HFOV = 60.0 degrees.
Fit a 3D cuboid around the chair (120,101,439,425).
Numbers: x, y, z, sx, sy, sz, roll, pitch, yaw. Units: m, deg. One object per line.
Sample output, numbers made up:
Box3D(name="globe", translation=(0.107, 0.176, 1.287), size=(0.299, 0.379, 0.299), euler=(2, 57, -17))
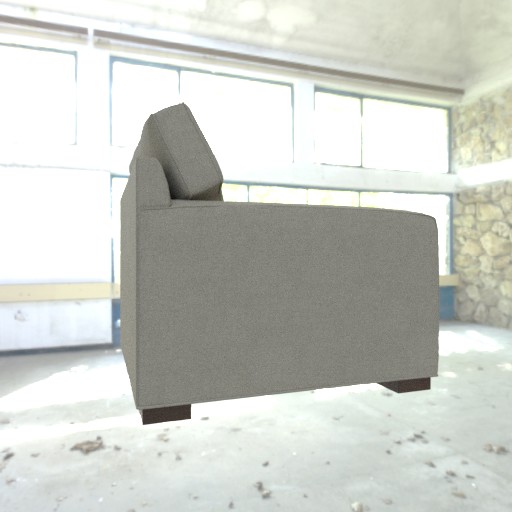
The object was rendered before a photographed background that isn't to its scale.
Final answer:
Box3D(name="chair", translation=(0.000, 0.000, 1.845), size=(1.044, 0.934, 0.999), euler=(0, 0, -19))
